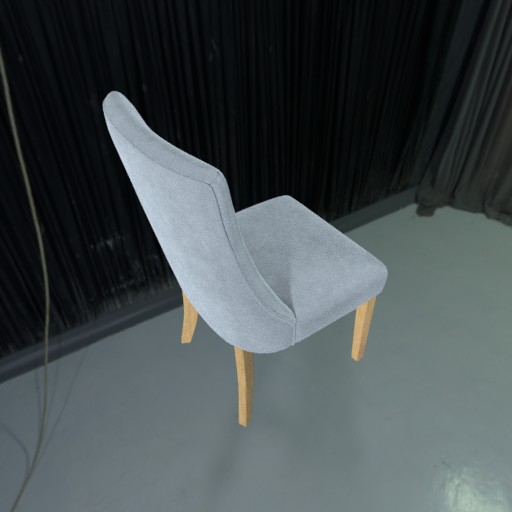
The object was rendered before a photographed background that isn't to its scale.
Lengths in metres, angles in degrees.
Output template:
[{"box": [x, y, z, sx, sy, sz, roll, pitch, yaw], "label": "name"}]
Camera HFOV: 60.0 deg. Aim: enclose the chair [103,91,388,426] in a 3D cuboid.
[{"box": [0.000, 0.000, 1.257, 0.610, 0.902, 0.495, -24, 46, -26], "label": "chair"}]
